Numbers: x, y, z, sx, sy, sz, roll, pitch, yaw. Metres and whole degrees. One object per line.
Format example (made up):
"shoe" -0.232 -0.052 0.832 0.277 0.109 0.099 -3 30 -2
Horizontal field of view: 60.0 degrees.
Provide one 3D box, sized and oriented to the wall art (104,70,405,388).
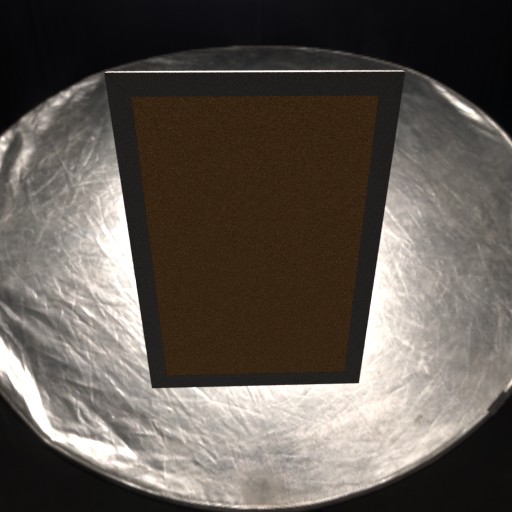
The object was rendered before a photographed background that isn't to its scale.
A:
"wall art" 0.000 0.000 0.690 0.380 0.534 0.013 -1 28 -2
